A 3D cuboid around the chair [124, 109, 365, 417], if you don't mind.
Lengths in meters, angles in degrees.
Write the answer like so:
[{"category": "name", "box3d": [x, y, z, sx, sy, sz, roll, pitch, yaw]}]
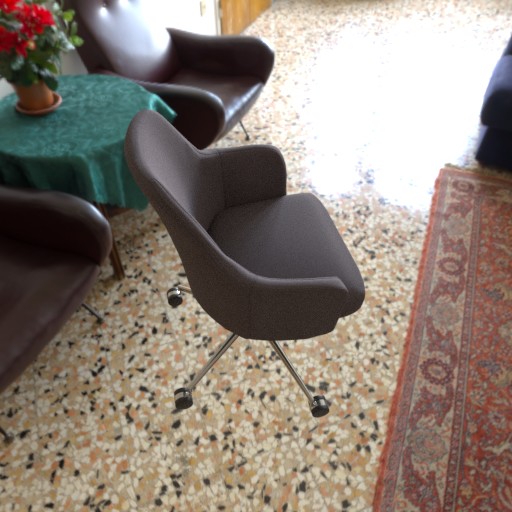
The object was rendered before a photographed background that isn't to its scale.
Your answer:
[{"category": "chair", "box3d": [0.000, 0.000, 1.256, 0.600, 0.820, 0.655, -10, 47, -9]}]
